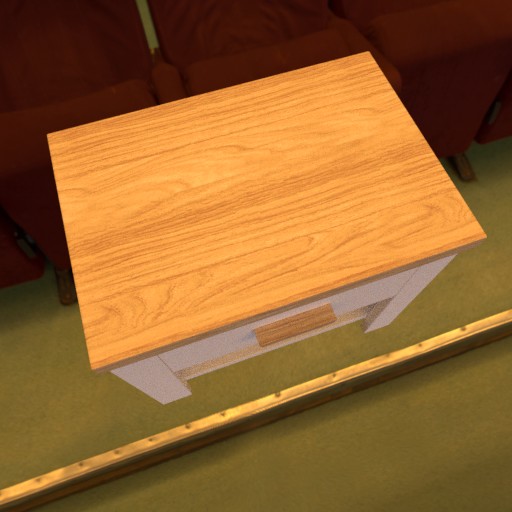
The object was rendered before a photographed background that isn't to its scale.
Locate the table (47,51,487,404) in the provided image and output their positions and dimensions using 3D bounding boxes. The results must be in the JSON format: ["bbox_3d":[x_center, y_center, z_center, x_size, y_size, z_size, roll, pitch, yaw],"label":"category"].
[{"bbox_3d":[0.000,0.000,0.786,0.500,0.440,0.360,-18,66,-8],"label":"table"}]
